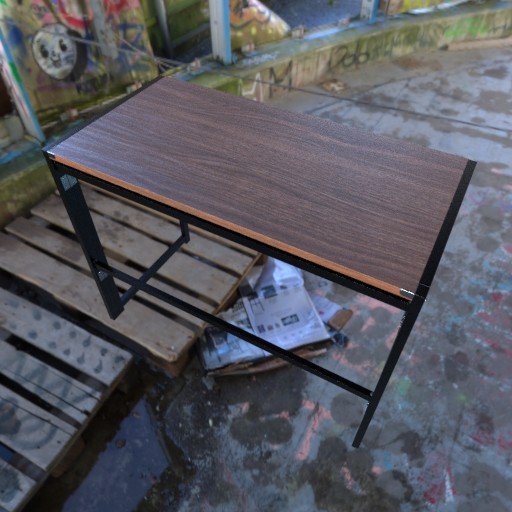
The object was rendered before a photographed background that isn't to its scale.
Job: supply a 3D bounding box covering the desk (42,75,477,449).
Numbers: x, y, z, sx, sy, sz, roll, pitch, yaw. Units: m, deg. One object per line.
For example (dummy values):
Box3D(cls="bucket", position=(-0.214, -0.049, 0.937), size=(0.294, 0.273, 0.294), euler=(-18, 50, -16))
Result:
Box3D(cls="desk", position=(0.000, 0.000, 1.424), size=(1.016, 0.762, 0.508), euler=(22, 50, 20))
